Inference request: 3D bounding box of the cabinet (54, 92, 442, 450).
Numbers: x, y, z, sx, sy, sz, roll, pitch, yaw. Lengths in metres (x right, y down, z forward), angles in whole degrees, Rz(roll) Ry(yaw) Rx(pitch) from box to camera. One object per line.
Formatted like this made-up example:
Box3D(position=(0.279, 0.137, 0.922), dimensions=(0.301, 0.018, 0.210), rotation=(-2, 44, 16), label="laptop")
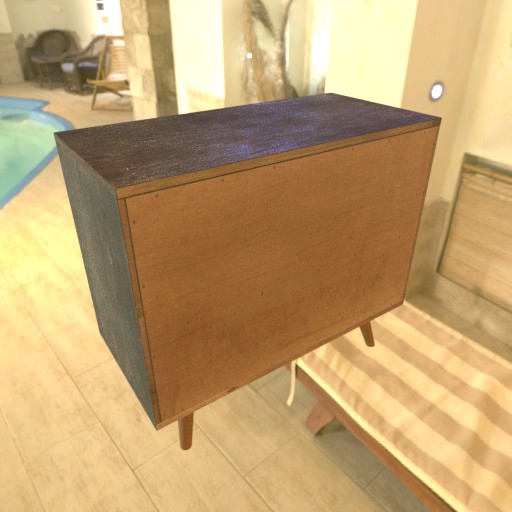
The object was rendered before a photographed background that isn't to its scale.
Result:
Box3D(position=(0.000, 0.000, 1.521), dimensions=(1.023, 0.897, 0.529), rotation=(-19, 36, -29), label="cabinet")
